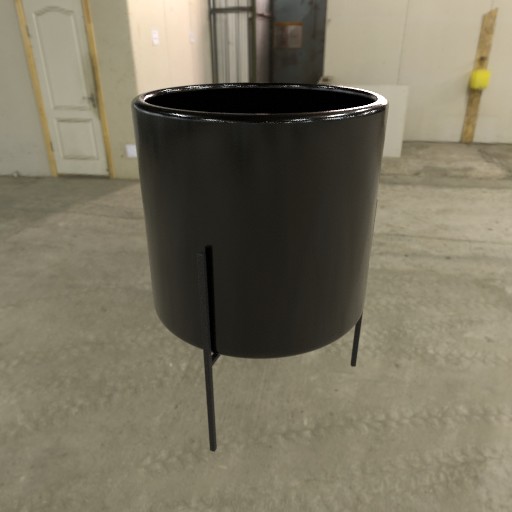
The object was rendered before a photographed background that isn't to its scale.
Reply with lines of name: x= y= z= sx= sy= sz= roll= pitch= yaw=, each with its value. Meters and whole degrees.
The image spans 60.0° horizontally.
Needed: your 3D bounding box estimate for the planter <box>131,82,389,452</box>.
planter: x=0.000 y=0.000 z=0.627 sx=0.310 sy=0.432 sz=0.310 roll=19 pitch=33 yaw=33
